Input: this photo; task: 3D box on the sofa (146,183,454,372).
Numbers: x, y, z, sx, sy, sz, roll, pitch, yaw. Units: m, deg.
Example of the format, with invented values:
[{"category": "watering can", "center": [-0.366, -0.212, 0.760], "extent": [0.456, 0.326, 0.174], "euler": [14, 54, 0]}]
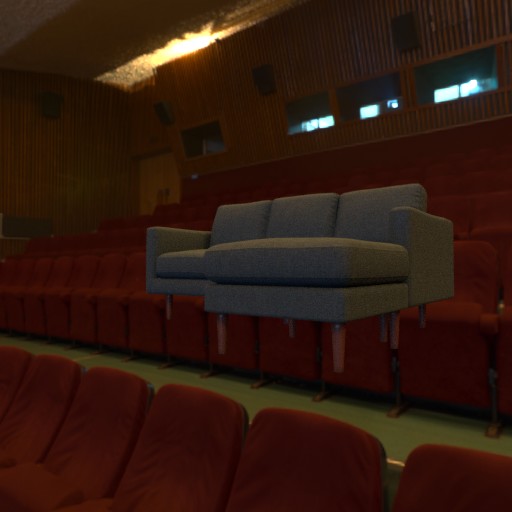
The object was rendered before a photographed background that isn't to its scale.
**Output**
[{"category": "sofa", "center": [0.000, 0.000, 2.886], "extent": [2.055, 0.957, 1.667], "euler": [-1, -2, 37]}]
